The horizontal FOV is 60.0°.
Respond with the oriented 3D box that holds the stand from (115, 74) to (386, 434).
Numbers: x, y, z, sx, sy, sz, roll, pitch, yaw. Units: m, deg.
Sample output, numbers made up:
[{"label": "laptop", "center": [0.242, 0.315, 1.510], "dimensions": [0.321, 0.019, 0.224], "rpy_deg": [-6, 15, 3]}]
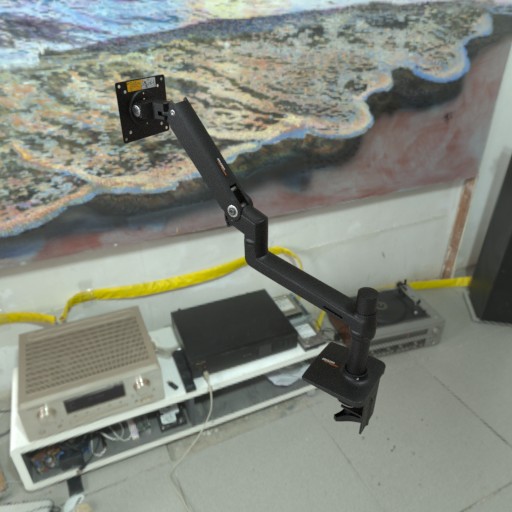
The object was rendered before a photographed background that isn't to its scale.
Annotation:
[{"label": "stand", "center": [0.000, 0.000, 1.027], "dimensions": [0.650, 0.713, 0.152], "rpy_deg": [20, 36, 30]}]
